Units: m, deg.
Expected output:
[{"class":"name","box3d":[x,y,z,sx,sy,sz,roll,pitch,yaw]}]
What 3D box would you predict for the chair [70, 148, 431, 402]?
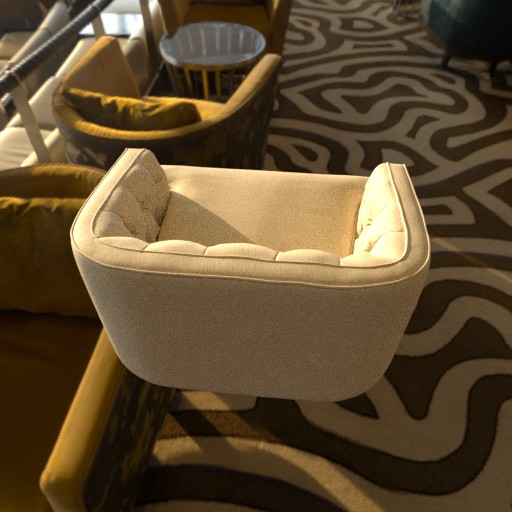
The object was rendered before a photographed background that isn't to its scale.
[{"class":"chair","box3d":[0.000,0.000,1.724,1.118,0.787,0.914,4,47,4]}]
